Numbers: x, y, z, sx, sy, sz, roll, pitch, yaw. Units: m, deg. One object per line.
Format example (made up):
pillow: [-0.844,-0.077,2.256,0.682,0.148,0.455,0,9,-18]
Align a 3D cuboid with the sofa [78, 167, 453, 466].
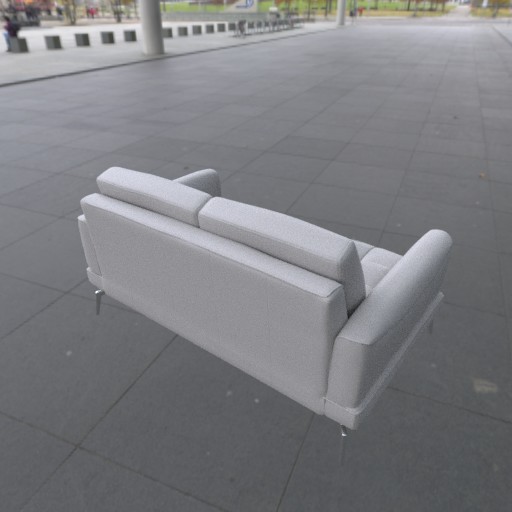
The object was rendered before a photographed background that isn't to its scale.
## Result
sofa: [0.000,0.000,2.455,1.819,0.930,1.121,21,36,32]
